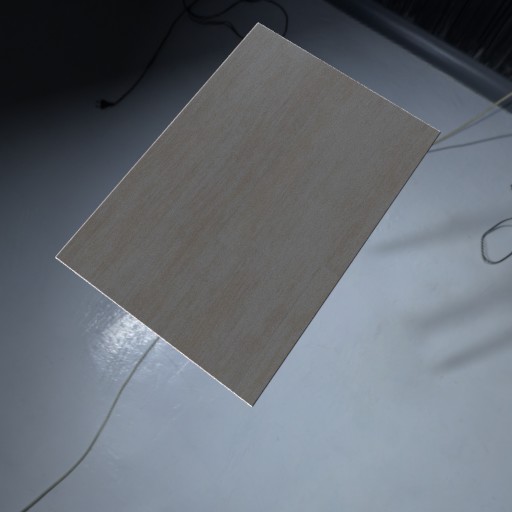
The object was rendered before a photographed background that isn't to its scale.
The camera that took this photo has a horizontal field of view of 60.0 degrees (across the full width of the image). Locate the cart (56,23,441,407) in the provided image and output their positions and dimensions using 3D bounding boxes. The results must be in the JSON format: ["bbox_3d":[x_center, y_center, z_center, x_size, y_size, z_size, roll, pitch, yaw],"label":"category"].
[{"bbox_3d":[0.000,0.000,1.179,0.406,0.857,0.578,35,78,9],"label":"cart"}]
